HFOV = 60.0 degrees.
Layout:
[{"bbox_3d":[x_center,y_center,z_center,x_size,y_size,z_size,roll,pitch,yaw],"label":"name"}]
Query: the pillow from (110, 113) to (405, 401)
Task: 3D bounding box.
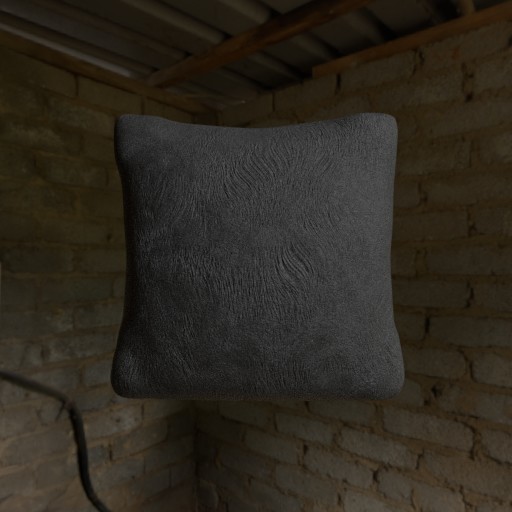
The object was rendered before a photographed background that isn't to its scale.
[{"bbox_3d":[0.000,0.000,0.805,0.533,0.523,0.210,0,-1,1],"label":"pillow"}]
